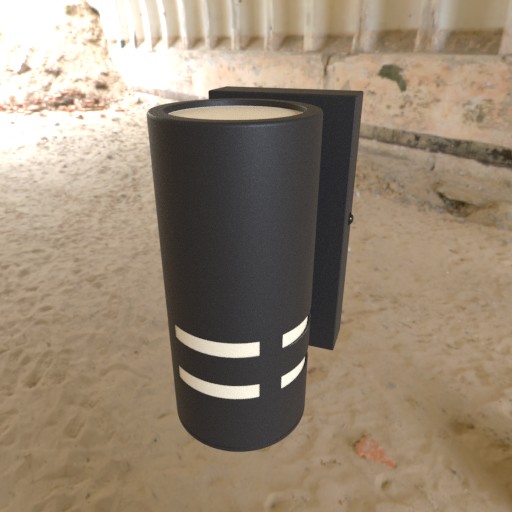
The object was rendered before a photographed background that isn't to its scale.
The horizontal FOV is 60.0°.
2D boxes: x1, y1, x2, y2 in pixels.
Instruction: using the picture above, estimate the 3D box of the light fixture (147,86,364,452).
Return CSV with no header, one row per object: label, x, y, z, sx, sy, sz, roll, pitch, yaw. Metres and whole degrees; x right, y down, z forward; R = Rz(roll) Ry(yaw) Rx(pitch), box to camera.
light fixture,0.000,0.000,0.268,0.098,0.179,0.138,9,27,17
